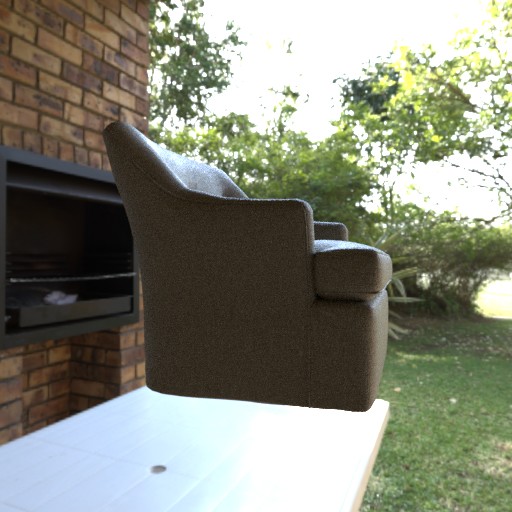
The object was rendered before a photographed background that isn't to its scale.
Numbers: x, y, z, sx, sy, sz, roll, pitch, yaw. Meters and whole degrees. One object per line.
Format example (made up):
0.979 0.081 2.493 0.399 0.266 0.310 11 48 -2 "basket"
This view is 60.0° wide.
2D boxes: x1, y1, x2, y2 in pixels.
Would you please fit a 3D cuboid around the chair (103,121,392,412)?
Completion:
0.000 0.000 1.596 0.923 0.856 0.864 0 -1 19 "chair"
